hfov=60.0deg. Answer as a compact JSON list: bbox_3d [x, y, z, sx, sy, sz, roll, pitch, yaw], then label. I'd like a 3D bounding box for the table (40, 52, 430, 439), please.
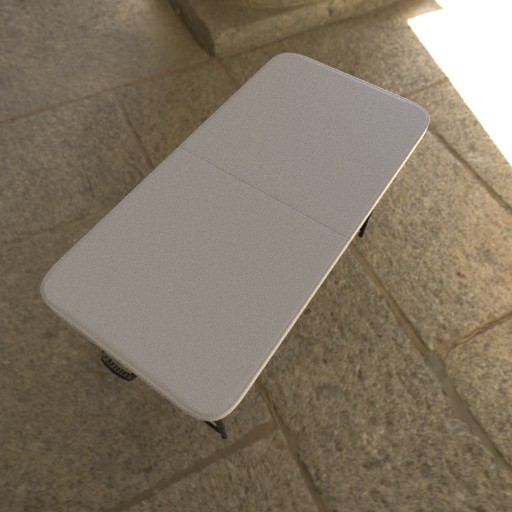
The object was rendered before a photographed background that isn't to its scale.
[{"bbox_3d":[0.000,0.000,1.616,0.611,0.737,1.245,31,64,17],"label":"table"}]
